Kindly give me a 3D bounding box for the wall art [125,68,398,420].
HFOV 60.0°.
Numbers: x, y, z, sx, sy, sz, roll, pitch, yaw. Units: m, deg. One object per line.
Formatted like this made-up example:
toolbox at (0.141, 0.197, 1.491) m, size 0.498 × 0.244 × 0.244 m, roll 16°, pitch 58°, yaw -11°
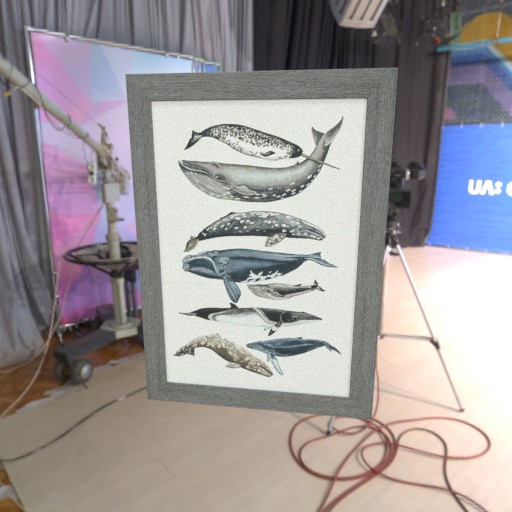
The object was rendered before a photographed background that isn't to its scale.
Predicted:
wall art at (0.000, 0.000, 1.380) m, size 0.768 × 1.070 × 0.020 m, roll 2°, pitch 15°, yaw 9°
